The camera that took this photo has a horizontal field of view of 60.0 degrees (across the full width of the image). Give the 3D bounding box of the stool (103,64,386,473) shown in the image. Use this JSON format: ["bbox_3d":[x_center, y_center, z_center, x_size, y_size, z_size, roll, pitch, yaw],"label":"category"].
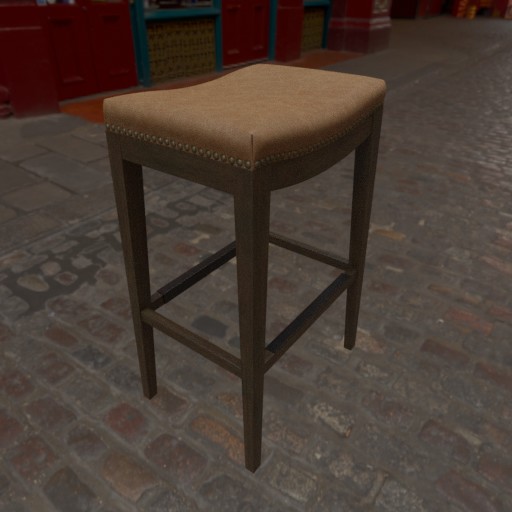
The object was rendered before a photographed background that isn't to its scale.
[{"bbox_3d":[0.000,0.000,1.037,0.361,0.759,0.500,22,38,30],"label":"stool"}]
